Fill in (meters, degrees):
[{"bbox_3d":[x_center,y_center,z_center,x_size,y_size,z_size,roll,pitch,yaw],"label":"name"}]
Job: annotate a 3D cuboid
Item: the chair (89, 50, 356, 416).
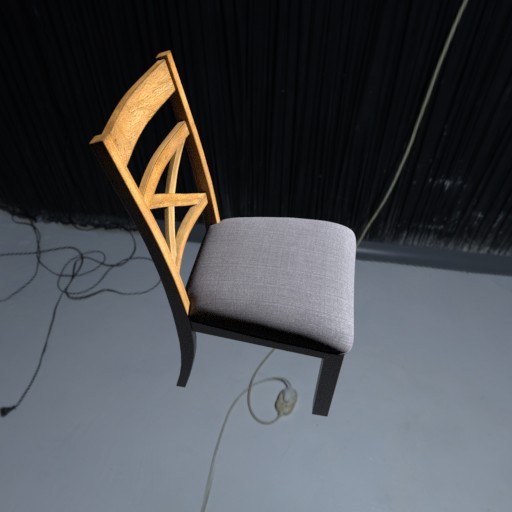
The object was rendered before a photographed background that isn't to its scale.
[{"bbox_3d":[0.000,0.000,1.260,0.581,0.949,0.470,7,47,7],"label":"chair"}]
